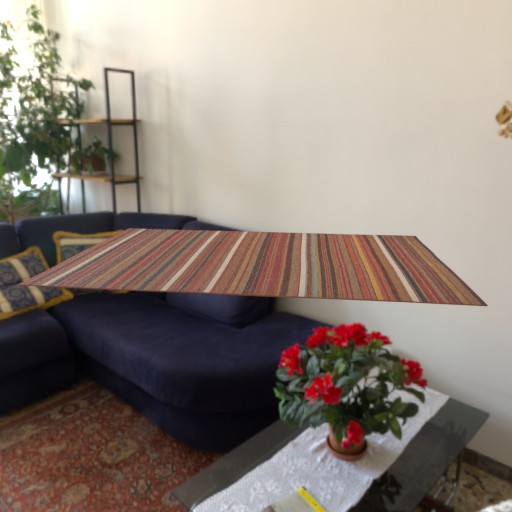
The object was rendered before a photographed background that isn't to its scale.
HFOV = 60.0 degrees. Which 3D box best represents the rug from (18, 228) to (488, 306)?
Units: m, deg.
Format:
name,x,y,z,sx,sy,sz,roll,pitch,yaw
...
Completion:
name,x,y,z,sx,sy,sz,roll,pitch,yaw
rug,0.000,0.000,3.004,2.438,0.008,1.523,2,15,7
